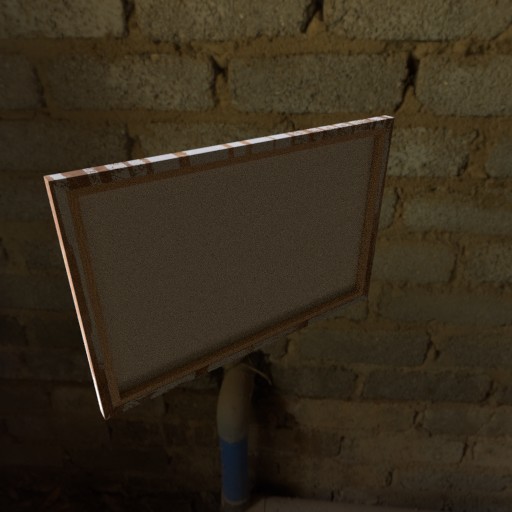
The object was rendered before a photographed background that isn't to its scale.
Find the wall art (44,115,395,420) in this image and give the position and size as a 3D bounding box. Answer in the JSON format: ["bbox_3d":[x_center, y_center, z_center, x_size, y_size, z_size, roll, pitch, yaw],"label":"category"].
[{"bbox_3d":[0.000,0.000,1.169,0.914,0.609,0.035,-19,34,-30],"label":"wall art"}]
